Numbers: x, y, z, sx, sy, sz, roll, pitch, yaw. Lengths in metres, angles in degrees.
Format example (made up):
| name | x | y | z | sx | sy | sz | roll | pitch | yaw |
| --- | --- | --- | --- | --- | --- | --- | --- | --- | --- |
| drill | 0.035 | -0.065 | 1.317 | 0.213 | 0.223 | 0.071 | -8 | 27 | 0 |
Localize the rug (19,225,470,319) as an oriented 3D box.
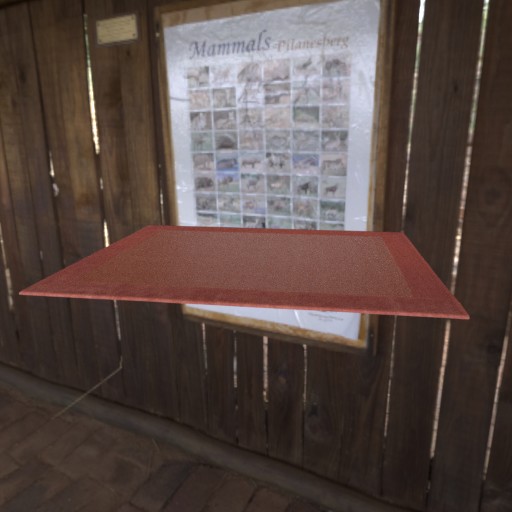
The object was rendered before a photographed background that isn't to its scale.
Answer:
| name | x | y | z | sx | sy | sz | roll | pitch | yaw |
| --- | --- | --- | --- | --- | --- | --- | --- | --- | --- |
| rug | 0.000 | 0.000 | 4.007 | 2.976 | 0.018 | 2.430 | 2 | 15 | 8 |
